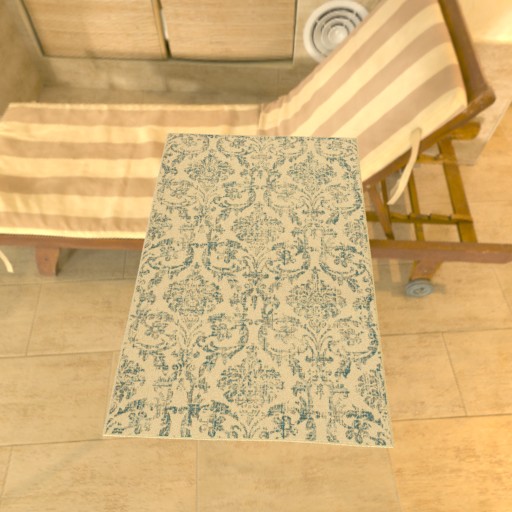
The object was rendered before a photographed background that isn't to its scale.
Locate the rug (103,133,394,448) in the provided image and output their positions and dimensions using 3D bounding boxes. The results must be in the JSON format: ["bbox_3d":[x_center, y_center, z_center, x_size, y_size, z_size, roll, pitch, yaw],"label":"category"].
[{"bbox_3d":[0.000,0.000,3.498,1.819,0.018,2.746,2,57,1],"label":"rug"}]
